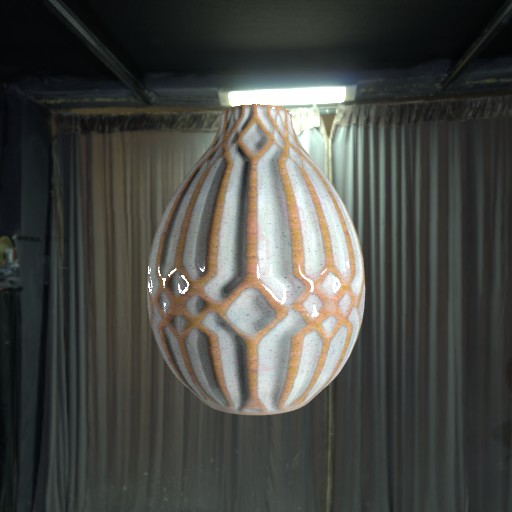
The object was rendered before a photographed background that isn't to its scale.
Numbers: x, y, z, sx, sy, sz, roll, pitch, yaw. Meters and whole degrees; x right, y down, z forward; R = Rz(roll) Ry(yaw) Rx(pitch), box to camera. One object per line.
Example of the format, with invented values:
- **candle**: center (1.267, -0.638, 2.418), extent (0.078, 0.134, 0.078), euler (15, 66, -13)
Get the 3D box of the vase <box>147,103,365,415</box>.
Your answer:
- **vase**: center (0.000, 0.000, 0.274), extent (0.131, 0.175, 0.131), euler (0, 0, 0)
